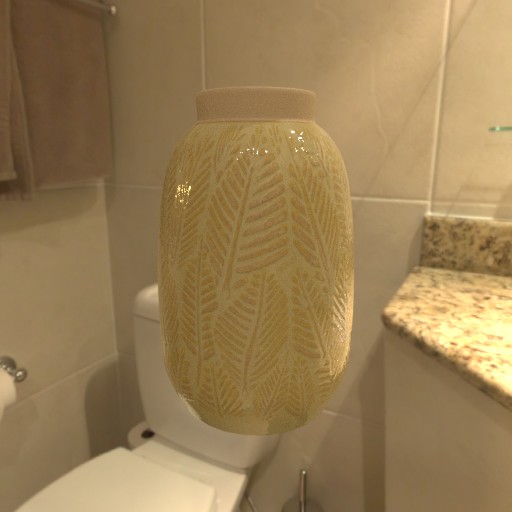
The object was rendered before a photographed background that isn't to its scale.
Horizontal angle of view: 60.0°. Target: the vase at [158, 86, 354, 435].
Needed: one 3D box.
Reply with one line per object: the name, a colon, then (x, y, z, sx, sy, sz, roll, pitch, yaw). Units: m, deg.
vase: (0.000, 0.000, 0.391, 0.172, 0.270, 0.172, 0, 14, 0)
